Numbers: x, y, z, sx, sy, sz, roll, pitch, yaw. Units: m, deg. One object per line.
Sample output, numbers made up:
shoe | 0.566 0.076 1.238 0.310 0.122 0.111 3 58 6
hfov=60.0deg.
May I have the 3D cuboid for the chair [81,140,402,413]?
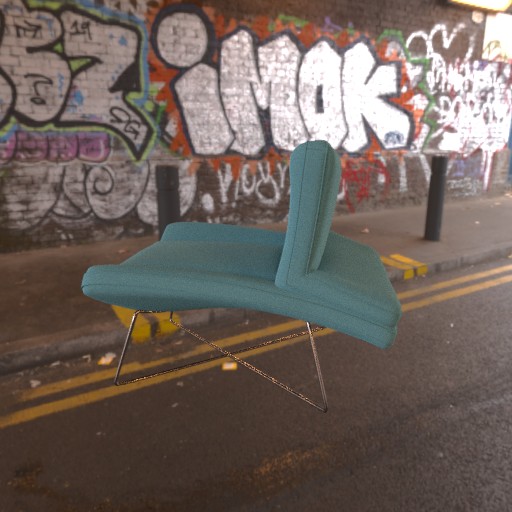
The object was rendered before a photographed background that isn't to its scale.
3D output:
chair | 0.000 0.000 1.689 1.008 0.855 0.859 2 15 9
